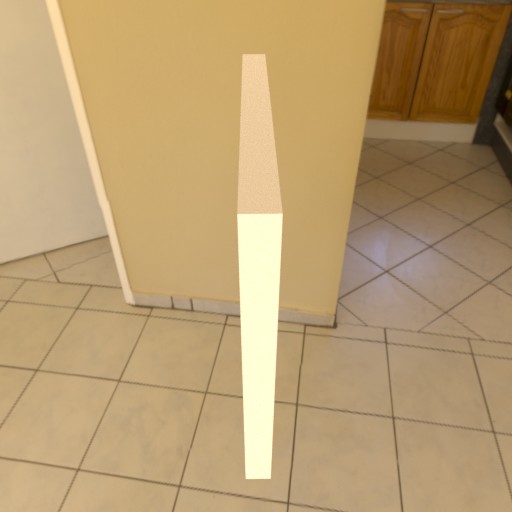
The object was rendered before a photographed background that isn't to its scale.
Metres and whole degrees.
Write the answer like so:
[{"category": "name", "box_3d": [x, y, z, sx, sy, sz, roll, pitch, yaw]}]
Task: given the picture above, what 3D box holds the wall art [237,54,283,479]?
[{"category": "wall art", "box_3d": [0.000, 0.000, 0.448, 0.024, 0.304, 0.304, -1, 39, -1]}]
